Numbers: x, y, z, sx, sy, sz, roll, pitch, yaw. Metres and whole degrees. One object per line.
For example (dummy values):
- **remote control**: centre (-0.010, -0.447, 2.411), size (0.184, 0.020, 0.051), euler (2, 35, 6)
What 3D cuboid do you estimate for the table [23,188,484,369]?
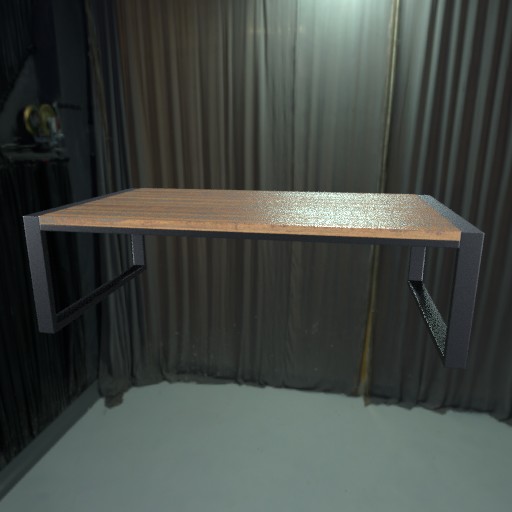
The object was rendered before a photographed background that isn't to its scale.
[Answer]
- **table**: centre (0.000, 0.000, 1.682), size (1.350, 0.400, 0.750), euler (3, 16, 10)
